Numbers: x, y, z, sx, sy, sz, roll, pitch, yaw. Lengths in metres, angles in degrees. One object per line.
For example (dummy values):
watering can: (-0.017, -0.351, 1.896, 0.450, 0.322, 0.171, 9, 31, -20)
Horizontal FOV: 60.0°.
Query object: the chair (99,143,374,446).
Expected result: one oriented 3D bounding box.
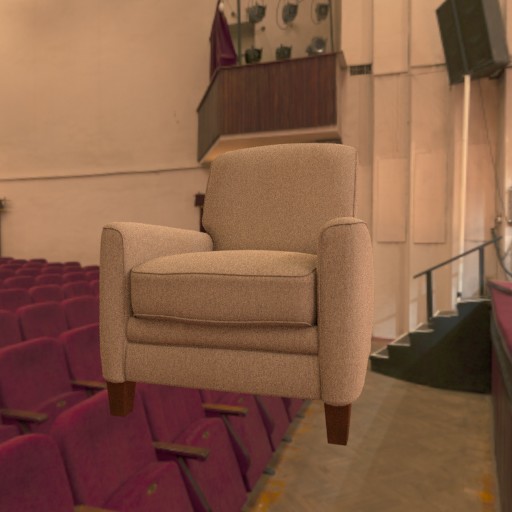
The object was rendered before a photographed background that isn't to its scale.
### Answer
chair: (0.000, 0.000, 1.654, 0.848, 1.014, 0.864, 0, 1, 17)
